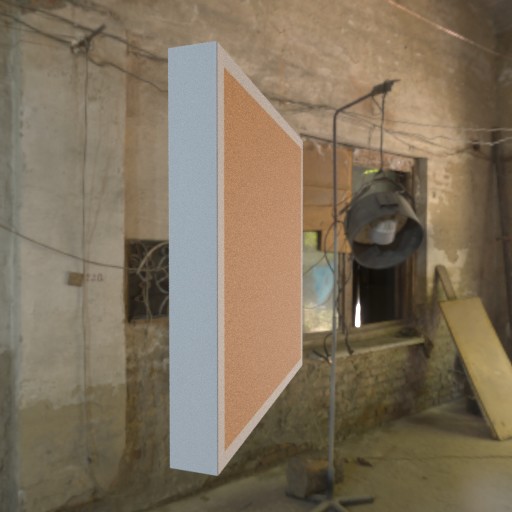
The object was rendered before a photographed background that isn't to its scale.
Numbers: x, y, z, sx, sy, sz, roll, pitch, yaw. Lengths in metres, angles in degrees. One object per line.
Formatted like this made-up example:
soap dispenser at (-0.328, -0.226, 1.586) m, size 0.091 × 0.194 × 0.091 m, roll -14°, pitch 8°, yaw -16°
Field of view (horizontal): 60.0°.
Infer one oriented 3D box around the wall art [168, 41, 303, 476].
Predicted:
wall art at (0.000, 0.000, 0.461) m, size 0.038 × 0.305 × 0.305 m, roll 0°, pitch 1°, yaw 17°
